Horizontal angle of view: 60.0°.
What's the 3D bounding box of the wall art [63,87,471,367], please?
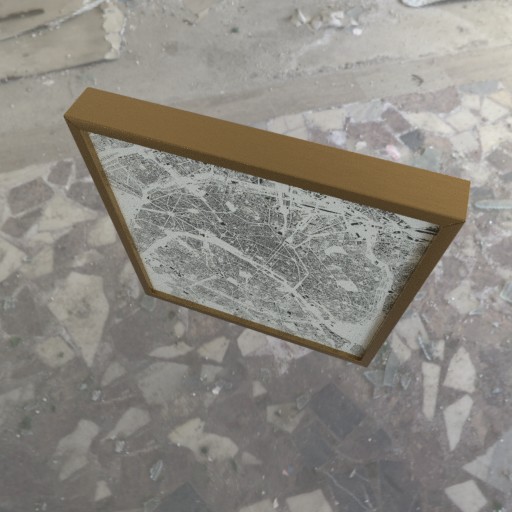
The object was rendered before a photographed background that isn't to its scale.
[{"bbox_3d":[0.000,0.000,0.455,0.305,0.305,0.037,17,60,10],"label":"wall art"}]
